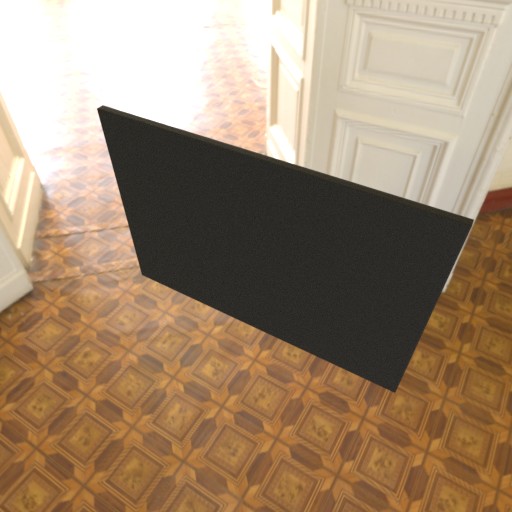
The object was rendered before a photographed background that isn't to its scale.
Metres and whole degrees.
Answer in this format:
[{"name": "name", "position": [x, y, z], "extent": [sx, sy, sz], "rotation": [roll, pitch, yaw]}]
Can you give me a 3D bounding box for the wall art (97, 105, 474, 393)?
[{"name": "wall art", "position": [0.000, 0.000, 1.258], "extent": [0.964, 0.659, 0.049], "rotation": [23, 50, 21]}]
